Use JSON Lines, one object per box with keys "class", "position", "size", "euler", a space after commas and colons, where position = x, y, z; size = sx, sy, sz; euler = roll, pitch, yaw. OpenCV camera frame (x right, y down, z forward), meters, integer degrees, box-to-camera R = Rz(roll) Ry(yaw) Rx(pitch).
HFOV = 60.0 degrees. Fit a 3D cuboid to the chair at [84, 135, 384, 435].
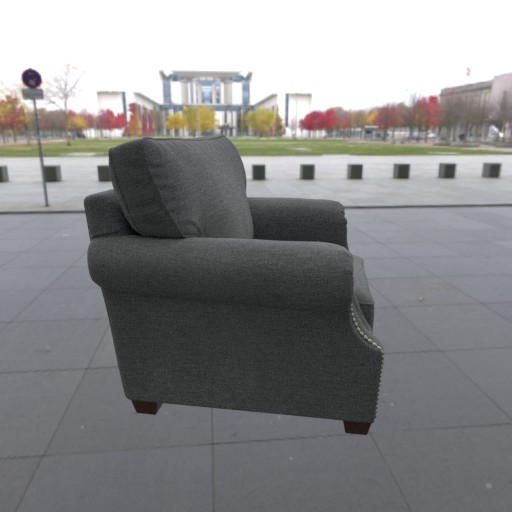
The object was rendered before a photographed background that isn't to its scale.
{"class": "chair", "position": [0.000, 0.000, 1.830], "size": [0.965, 0.961, 1.092], "euler": [2, 16, 9]}
